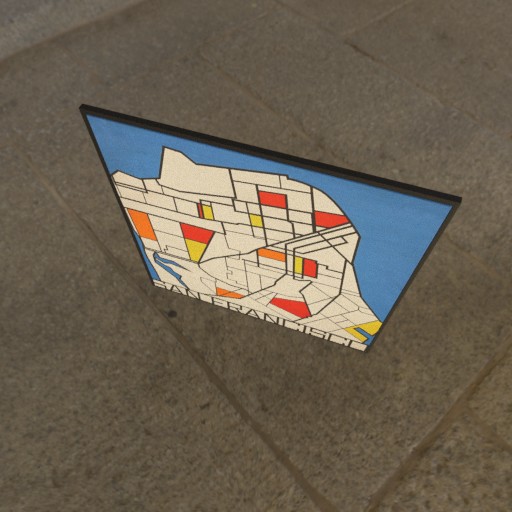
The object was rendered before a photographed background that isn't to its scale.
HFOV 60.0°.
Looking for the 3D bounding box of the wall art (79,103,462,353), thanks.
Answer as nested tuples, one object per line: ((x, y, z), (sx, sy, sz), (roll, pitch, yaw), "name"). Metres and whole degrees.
((0.000, 0.000, 1.014), (0.664, 0.663, 0.015), (16, 59, 10), "wall art")
